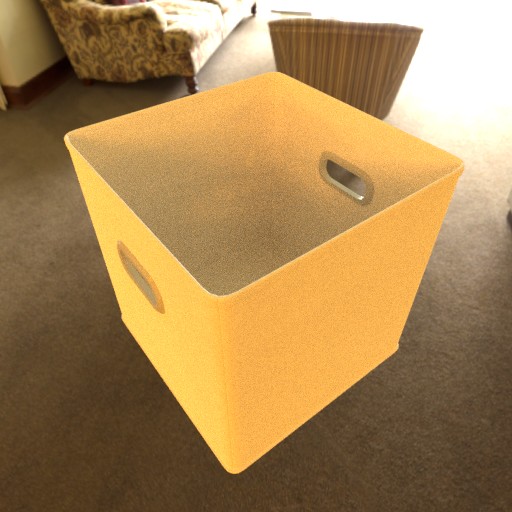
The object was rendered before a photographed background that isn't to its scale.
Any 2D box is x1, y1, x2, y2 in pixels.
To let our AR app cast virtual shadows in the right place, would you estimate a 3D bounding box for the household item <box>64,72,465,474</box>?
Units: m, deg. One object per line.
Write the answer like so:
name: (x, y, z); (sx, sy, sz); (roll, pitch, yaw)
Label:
household item: (0.000, 0.000, 0.559); (0.305, 0.305, 0.305); (-28, 50, -26)
